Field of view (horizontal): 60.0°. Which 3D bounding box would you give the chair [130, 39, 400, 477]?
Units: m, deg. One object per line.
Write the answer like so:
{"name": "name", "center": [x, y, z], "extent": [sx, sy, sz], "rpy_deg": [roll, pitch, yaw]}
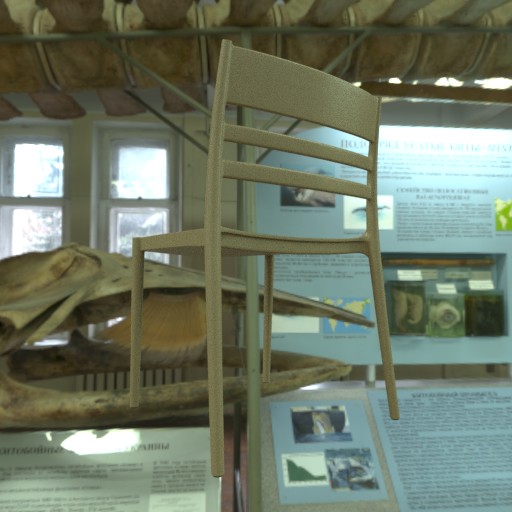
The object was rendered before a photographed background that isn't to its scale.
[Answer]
{"name": "chair", "center": [0.000, 0.000, 1.132], "extent": [0.531, 0.800, 0.511], "rpy_deg": [2, -3, -37]}
